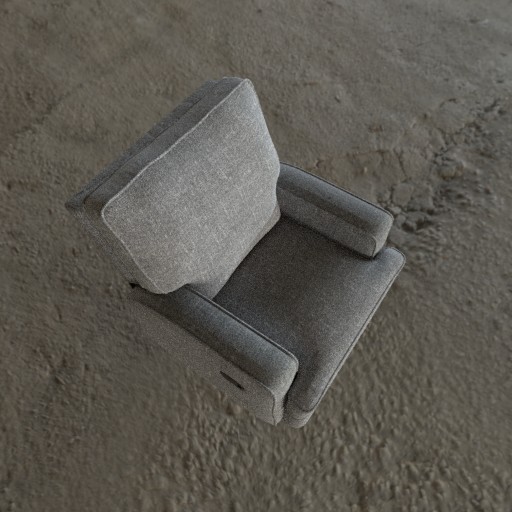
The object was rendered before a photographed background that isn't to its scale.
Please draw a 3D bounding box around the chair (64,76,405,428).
[{"bbox_3d":[0.000,0.000,1.703,0.964,0.962,0.861,31,64,17],"label":"chair"}]
